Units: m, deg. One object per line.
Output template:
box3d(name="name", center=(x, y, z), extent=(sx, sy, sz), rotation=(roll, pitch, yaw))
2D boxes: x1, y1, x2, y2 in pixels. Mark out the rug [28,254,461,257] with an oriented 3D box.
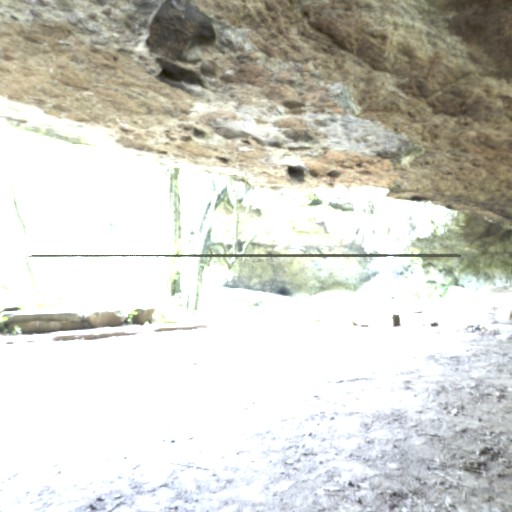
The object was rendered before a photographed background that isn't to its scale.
box3d(name="rug", center=(0.000, 0.000, 2.347), extent=(1.824, 0.012, 1.206), rotation=(0, 0, 17))
